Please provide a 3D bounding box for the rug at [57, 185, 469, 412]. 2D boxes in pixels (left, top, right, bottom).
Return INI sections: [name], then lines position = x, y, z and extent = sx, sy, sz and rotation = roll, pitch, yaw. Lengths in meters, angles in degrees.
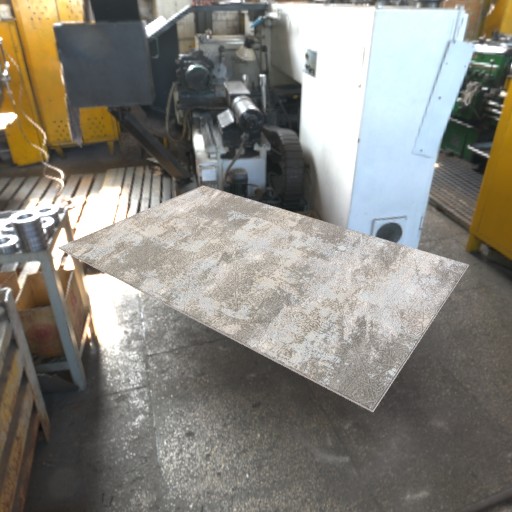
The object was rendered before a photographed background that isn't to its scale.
[rug]
position = 0.000, 0.000, 3.085
extent = 2.431, 0.012, 1.536
rotation = 21, 36, 31
